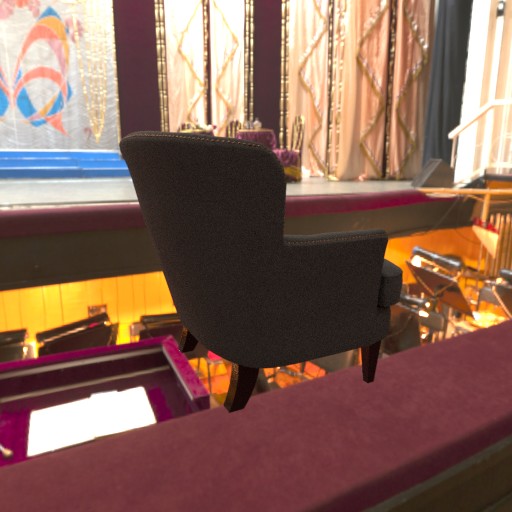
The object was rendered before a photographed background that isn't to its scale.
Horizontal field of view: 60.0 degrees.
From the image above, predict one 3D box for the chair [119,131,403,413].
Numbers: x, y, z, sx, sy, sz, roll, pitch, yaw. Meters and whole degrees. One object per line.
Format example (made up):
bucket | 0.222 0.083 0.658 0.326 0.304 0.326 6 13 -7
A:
chair | 0.000 0.000 1.644 0.906 0.868 0.848 -7 14 -26
